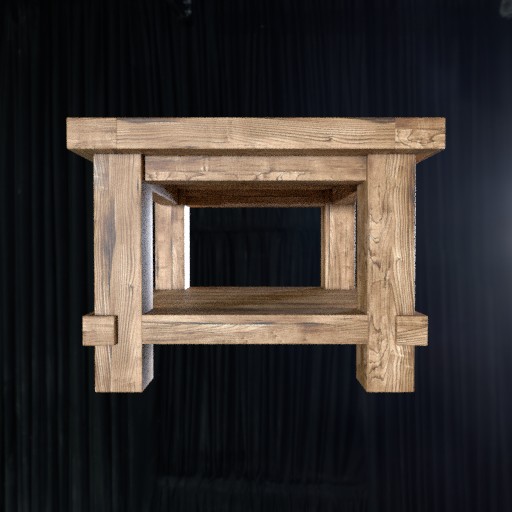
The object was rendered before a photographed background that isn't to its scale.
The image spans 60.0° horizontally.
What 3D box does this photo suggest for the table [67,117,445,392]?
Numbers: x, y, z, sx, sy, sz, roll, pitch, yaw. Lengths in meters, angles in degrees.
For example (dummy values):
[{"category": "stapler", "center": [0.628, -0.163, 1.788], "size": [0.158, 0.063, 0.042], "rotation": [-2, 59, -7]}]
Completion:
[{"category": "table", "center": [0.000, 0.000, 1.022], "size": [0.610, 0.457, 0.610], "rotation": [0, 1, 0]}]
